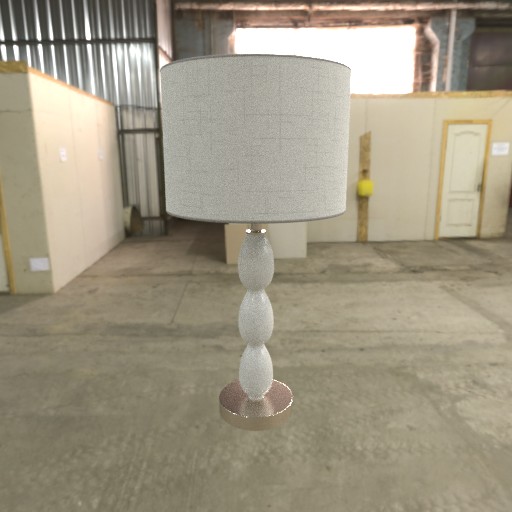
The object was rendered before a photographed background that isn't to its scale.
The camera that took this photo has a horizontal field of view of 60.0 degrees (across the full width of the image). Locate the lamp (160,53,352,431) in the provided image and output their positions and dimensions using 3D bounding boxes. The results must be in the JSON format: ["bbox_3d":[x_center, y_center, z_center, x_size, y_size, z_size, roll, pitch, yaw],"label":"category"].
[{"bbox_3d":[0.000,0.000,0.724,0.280,0.559,0.282,7,15,26],"label":"lamp"}]
